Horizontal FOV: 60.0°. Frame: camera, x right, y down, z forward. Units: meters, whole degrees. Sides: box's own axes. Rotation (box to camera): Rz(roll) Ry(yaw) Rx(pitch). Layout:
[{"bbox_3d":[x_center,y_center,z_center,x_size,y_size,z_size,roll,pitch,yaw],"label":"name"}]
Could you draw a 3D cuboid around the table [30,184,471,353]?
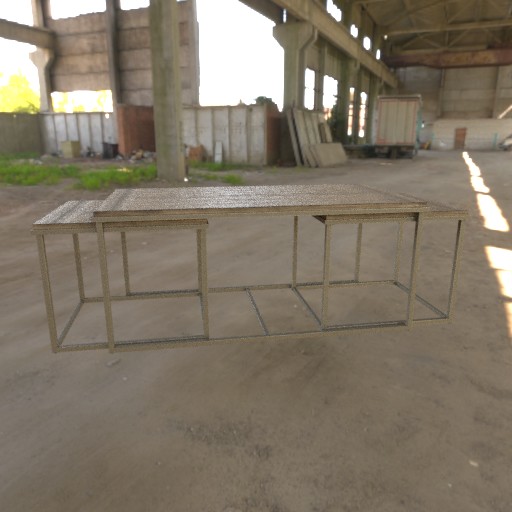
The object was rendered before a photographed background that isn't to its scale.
[{"bbox_3d":[0.000,0.000,1.549,1.312,0.427,0.489,-3,16,-9],"label":"table"}]
